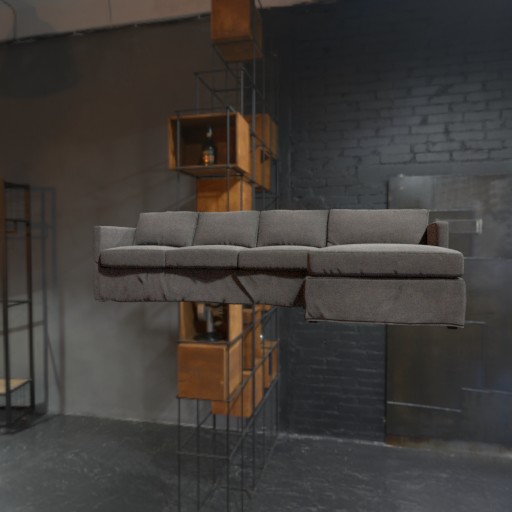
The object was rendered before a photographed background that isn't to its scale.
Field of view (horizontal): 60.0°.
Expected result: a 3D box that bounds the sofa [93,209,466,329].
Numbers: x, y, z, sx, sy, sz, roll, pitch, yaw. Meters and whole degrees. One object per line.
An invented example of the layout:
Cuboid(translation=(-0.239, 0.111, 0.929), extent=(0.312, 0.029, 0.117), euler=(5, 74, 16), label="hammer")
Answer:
Cuboid(translation=(0.000, 0.000, 3.936), extent=(3.205, 0.922, 1.650), euler=(0, 1, 15), label="sofa")
